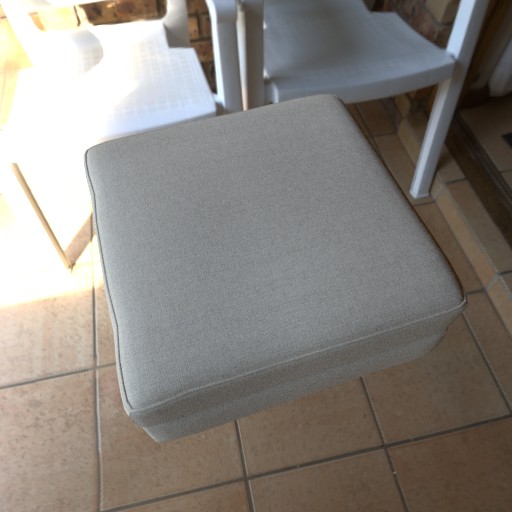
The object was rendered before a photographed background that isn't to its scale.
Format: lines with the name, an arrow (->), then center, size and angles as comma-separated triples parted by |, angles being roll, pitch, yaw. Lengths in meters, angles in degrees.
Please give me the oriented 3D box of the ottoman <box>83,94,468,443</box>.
ottoman -> 0.000, 0.000, 1.339 | 0.838, 0.503, 0.838 | -16, 59, -10
